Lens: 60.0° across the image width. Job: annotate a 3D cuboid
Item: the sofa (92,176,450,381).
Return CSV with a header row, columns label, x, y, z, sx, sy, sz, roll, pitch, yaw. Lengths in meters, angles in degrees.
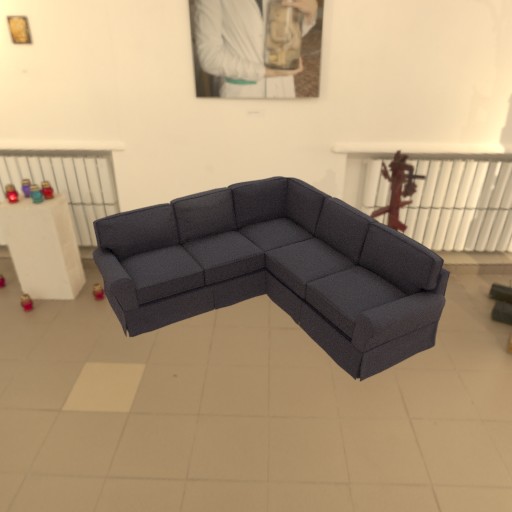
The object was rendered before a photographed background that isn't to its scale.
label,x,y,z,sx,sy,sz,roll,pitch,yaw
sofa,0.000,0.000,5.142,3.773,1.169,2.874,1,29,1
